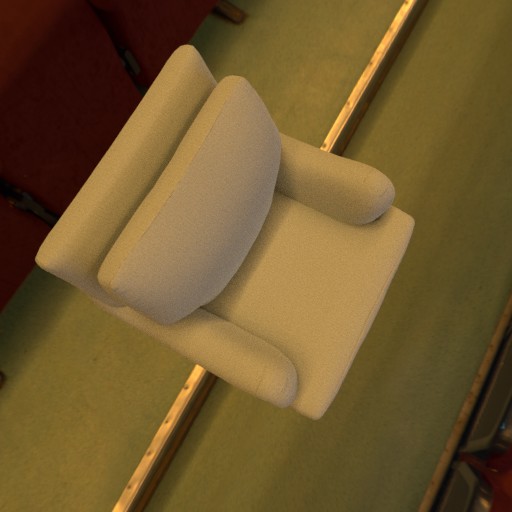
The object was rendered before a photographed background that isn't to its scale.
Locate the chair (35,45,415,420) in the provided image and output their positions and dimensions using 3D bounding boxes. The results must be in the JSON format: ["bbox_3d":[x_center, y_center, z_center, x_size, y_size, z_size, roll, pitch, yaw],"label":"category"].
[{"bbox_3d":[0.000,0.000,1.801,1.070,1.038,0.955,28,78,7],"label":"chair"}]
